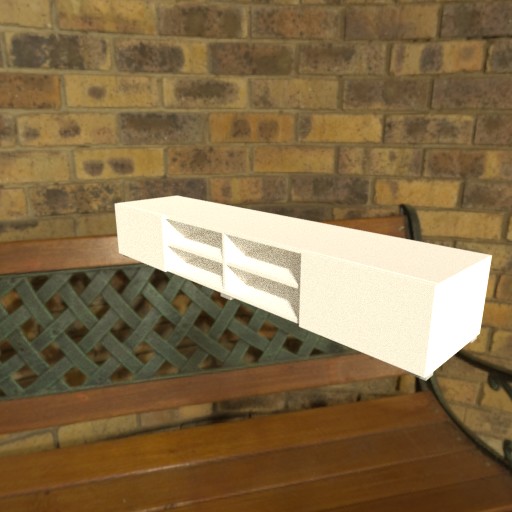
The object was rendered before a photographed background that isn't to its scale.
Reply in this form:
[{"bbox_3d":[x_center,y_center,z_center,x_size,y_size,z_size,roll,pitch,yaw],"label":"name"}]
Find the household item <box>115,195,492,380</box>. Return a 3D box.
[{"bbox_3d":[0.000,0.000,2.034,0.420,0.310,1.850,-15,22,-42],"label":"household item"}]
